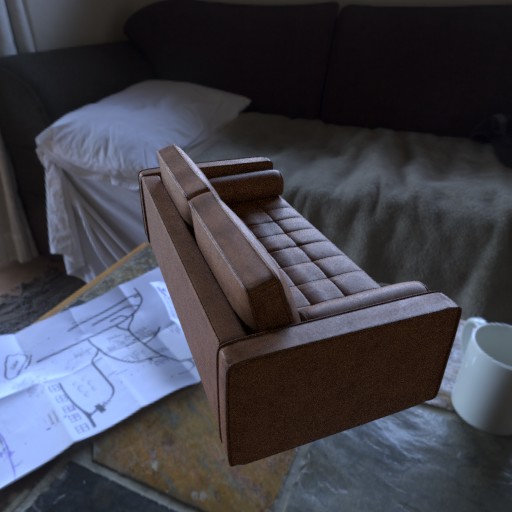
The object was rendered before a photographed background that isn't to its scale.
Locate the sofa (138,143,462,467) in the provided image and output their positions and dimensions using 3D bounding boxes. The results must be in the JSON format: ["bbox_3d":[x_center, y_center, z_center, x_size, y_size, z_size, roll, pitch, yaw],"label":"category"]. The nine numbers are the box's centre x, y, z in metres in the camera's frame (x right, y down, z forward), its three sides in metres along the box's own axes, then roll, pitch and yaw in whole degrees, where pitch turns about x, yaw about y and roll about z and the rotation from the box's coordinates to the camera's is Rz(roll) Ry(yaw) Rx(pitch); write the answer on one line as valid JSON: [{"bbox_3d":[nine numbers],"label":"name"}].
[{"bbox_3d":[0.000,0.000,2.328,0.924,0.825,1.920,-11,32,-18],"label":"sofa"}]
